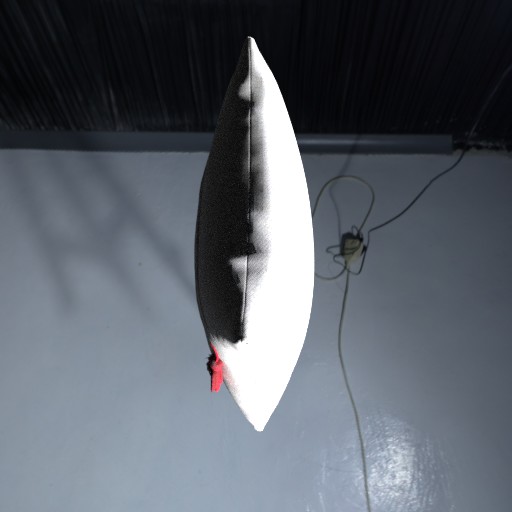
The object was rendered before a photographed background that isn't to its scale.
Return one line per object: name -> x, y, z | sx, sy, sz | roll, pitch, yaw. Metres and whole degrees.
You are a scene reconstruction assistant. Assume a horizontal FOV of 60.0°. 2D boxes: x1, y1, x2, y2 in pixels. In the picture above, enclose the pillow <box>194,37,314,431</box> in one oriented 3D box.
pillow -> 0.000, 0.000, 0.674 | 0.173, 0.436, 0.433 | 0, 59, 0
